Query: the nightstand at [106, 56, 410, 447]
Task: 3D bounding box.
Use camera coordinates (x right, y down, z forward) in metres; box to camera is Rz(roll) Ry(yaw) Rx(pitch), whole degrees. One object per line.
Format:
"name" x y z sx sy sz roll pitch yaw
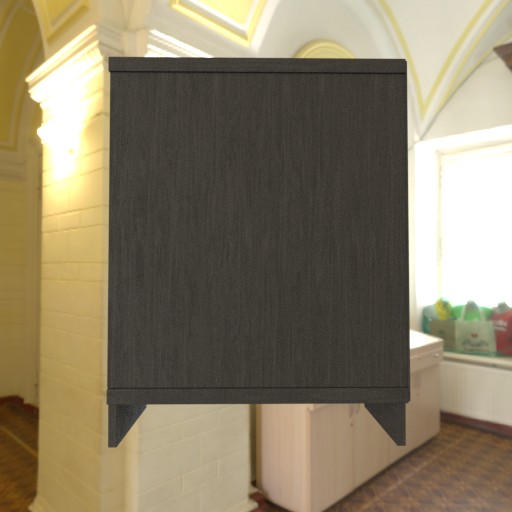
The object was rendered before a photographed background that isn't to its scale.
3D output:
"nightstand" 0.000 0.000 0.720 0.347 0.448 0.427 0 -2 -1
